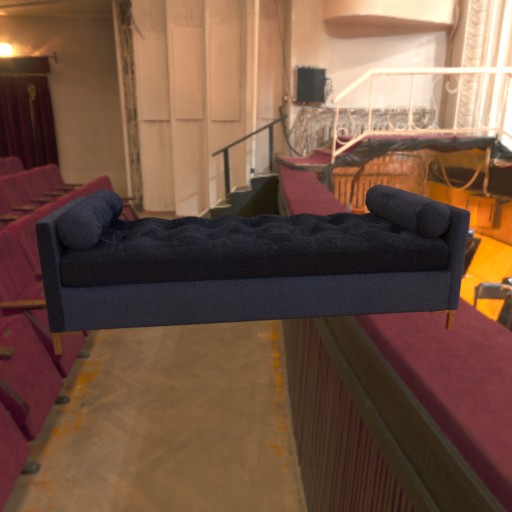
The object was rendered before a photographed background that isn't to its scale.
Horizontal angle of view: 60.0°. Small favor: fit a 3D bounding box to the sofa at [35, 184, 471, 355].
[{"bbox_3d":[0.000,0.000,2.526,2.102,0.705,0.796,-2,16,-7],"label":"sofa"}]
